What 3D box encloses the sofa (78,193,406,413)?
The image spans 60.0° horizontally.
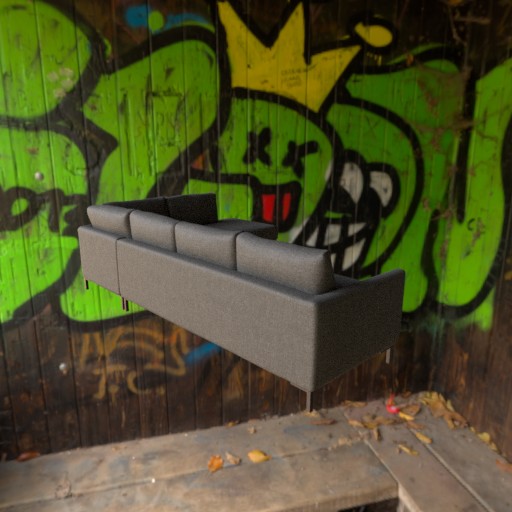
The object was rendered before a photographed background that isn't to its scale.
[{"bbox_3d":[0.000,0.000,3.907,1.984,0.858,2.972,-13,19,-42],"label":"sofa"}]
